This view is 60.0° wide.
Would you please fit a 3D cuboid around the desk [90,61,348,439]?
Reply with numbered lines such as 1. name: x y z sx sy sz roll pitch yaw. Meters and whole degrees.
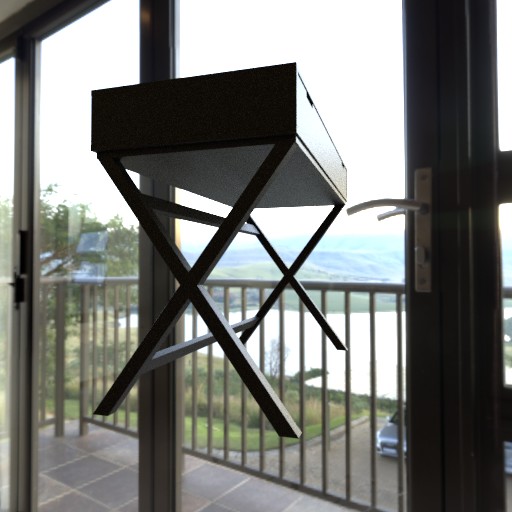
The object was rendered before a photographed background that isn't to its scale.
1. desk: 0.000 0.000 1.488 0.504 0.780 1.057 0 -1 17
